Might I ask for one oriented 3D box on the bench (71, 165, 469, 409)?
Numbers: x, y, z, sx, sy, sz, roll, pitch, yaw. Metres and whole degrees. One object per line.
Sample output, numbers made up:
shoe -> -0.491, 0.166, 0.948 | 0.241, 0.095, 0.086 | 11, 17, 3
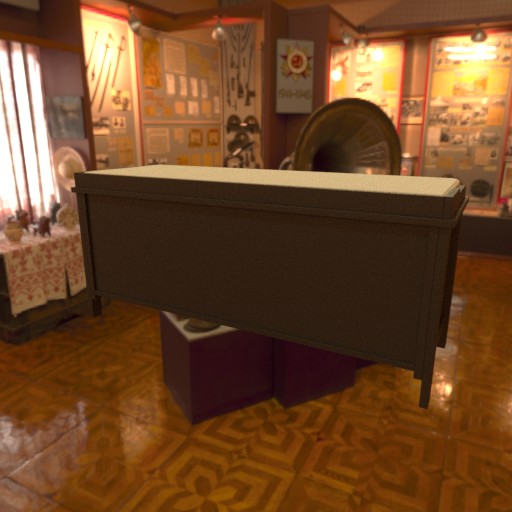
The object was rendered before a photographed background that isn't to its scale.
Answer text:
bench -> 0.000, 0.000, 1.387 | 1.140, 0.501, 0.398 | 8, 18, 27
